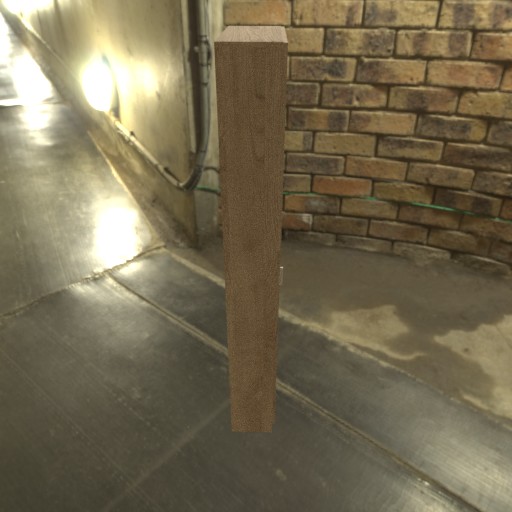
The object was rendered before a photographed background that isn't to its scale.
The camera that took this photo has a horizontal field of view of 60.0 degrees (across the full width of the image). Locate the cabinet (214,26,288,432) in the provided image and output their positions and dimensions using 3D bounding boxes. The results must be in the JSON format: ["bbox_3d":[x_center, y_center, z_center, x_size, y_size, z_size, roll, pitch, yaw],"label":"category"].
[{"bbox_3d":[0.000,0.000,1.981,0.230,1.790,0.500,1,32,2],"label":"cabinet"}]
